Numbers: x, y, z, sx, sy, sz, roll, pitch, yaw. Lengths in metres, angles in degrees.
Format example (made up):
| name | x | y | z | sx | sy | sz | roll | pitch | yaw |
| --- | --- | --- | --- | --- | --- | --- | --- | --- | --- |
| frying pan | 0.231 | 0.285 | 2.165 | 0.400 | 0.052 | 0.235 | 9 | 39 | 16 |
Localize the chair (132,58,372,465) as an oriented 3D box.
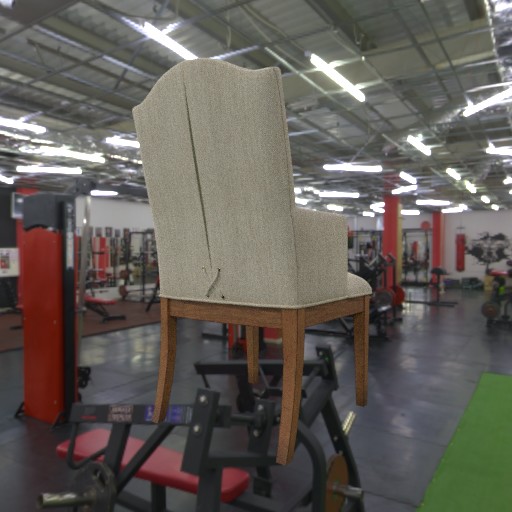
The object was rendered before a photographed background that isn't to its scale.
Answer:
| name | x | y | z | sx | sy | sz | roll | pitch | yaw |
| --- | --- | --- | --- | --- | --- | --- | --- | --- | --- |
| chair | 0.000 | 0.000 | 1.391 | 0.533 | 1.016 | 0.641 | 0 | 1 | 35 |
